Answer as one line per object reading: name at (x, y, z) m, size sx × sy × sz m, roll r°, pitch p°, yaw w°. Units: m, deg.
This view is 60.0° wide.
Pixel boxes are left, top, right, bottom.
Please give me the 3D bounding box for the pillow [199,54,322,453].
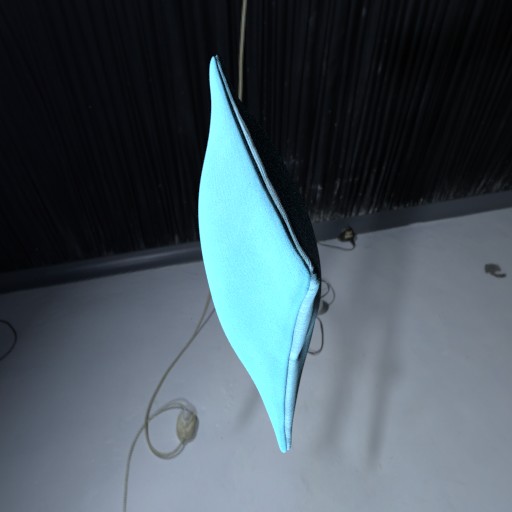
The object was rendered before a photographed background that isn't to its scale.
pillow at (0.000, 0.000, 0.652) m, size 0.151 × 0.415 × 0.433 m, roll -11°, pitch 49°, yaw -10°
